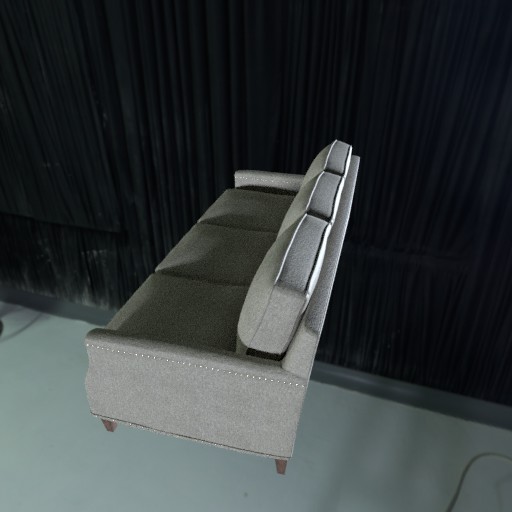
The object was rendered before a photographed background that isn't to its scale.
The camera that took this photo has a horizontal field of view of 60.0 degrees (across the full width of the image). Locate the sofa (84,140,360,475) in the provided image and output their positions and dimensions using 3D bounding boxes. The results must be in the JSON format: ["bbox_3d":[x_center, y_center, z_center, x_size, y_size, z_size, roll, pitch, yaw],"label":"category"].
[{"bbox_3d":[0.000,0.000,2.783,1.084,1.003,2.246,8,31,13],"label":"sofa"}]
